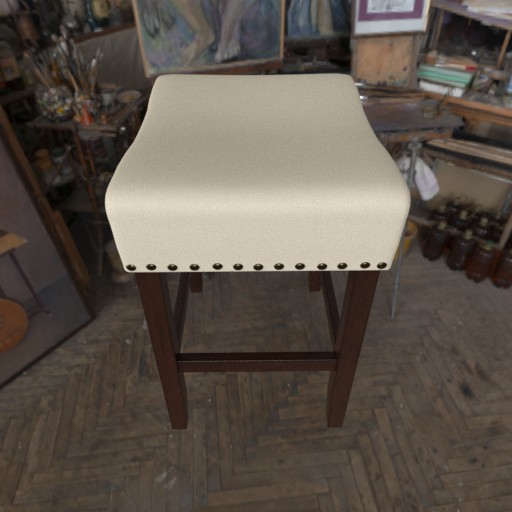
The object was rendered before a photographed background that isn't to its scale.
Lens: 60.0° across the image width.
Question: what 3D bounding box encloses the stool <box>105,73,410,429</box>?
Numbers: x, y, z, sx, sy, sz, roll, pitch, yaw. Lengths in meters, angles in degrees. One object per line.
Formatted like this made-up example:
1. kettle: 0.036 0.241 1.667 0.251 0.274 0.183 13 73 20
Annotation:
1. stool: 0.000 0.000 0.928 0.401 0.609 0.471 0 41 -1
